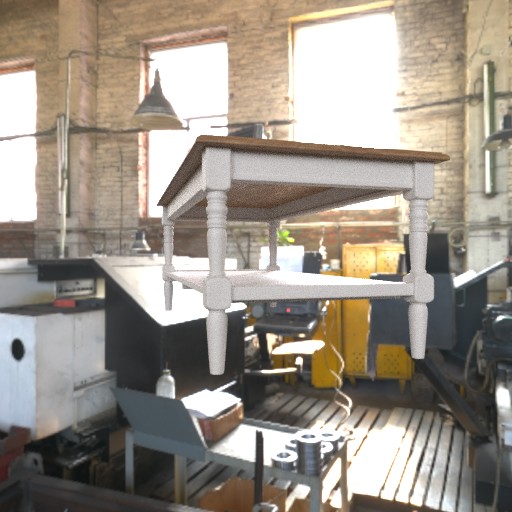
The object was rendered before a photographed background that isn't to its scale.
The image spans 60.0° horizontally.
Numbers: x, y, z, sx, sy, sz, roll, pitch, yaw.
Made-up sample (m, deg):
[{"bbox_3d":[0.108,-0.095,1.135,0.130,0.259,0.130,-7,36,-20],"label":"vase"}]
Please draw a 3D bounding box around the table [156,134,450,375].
[{"bbox_3d":[0.000,0.000,1.428,0.559,0.458,1.118,0,0,-16],"label":"table"}]
